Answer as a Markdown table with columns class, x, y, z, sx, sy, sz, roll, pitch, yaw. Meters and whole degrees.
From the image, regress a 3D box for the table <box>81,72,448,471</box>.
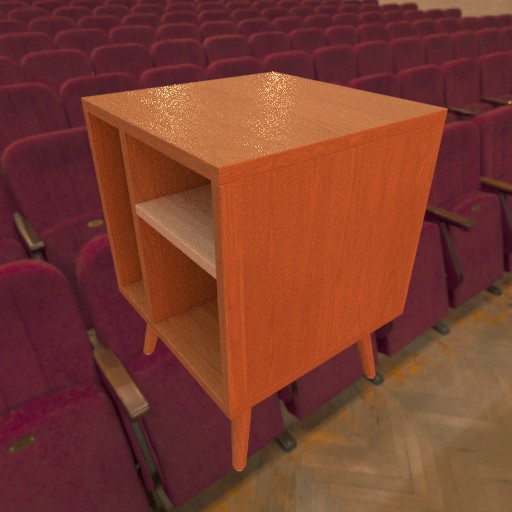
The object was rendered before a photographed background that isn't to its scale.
| class | x | y | z | sx | sy | sz | roll | pitch | yaw |
| --- | --- | --- | --- | --- | --- | --- | --- | --- | --- |
| table | 0.000 | 0.000 | 0.821 | 0.400 | 0.550 | 0.400 | -22 | 38 | -31 |
